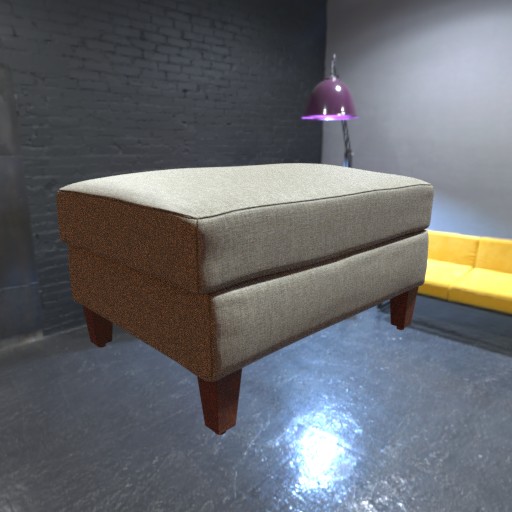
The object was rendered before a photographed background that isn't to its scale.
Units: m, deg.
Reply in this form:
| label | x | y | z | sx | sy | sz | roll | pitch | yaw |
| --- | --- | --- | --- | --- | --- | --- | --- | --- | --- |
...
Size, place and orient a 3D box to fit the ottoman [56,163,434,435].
| label | x | y | z | sx | sy | sz | roll | pitch | yaw |
| --- | --- | --- | --- | --- | --- | --- | --- | --- | --- |
| ottoman | 0.000 | 0.000 | 1.241 | 0.873 | 0.494 | 0.639 | -14 | 20 | -42 |
